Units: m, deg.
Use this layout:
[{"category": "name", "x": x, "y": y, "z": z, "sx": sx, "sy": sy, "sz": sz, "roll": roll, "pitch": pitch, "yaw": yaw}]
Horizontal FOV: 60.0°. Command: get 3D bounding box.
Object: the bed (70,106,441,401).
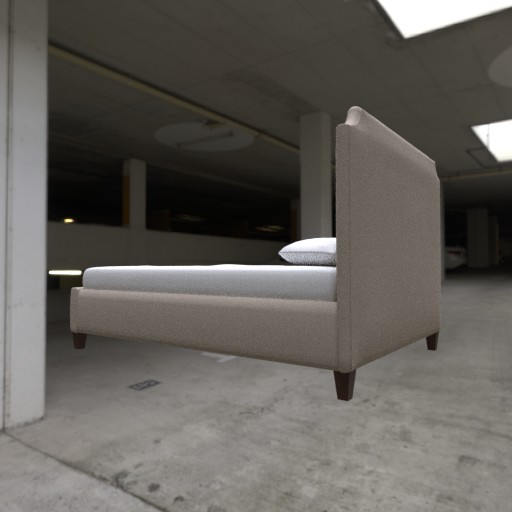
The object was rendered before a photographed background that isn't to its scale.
[{"category": "bed", "x": 0.000, "y": 0.000, "z": 3.437, "sx": 2.372, "sy": 1.443, "sz": 1.713, "roll": -1, "pitch": -2, "yaw": 36}]
